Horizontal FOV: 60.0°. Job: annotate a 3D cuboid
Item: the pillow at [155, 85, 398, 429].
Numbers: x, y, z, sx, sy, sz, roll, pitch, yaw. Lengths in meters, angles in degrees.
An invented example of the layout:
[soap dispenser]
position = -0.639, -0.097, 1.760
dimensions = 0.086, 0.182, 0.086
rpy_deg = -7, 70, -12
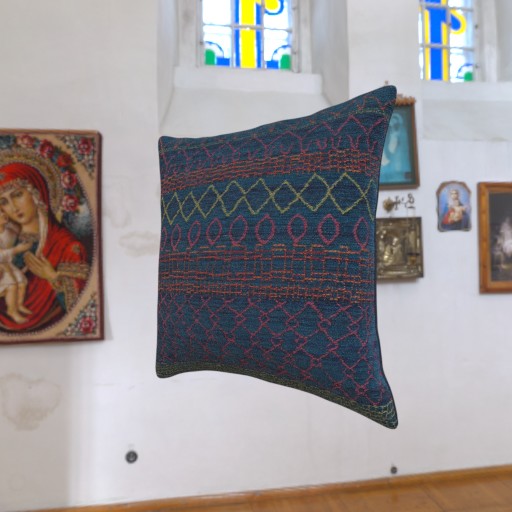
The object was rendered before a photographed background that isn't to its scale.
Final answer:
[pillow]
position = 0.000, 0.000, 0.669
dimensions = 0.431, 0.431, 0.141
rpy_deg = -1, -1, 36
